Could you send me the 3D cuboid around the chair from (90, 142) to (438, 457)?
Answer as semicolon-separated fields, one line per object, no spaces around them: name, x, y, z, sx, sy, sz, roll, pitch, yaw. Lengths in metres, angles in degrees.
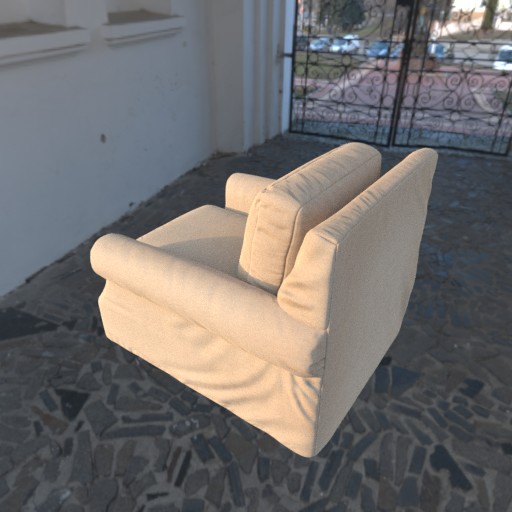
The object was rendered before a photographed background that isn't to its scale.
chair;0.000;0.000;1.733;1.066;0.866;0.940;20;36;30
